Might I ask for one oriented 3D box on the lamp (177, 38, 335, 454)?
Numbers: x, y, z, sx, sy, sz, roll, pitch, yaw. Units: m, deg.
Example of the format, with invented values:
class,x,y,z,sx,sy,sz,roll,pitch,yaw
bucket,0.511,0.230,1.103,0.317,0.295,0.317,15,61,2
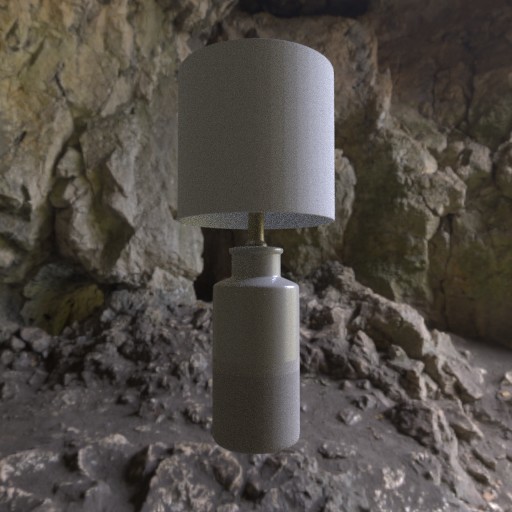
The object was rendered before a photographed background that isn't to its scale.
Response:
class,x,y,z,sx,sy,sz,roll,pitch,yaw
lamp,0.000,0.000,0.605,0.212,0.493,0.212,-1,-2,36
